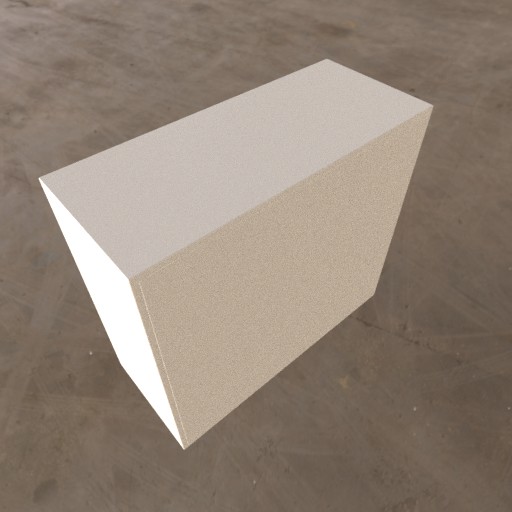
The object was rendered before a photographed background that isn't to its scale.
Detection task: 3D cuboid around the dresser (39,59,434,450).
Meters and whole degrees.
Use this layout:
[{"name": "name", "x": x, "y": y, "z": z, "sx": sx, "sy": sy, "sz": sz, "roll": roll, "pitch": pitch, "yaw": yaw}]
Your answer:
[{"name": "dresser", "x": 0.000, "y": 0.000, "z": 1.645, "sx": 1.100, "sy": 1.000, "sz": 0.460, "roll": -33, "pitch": 55, "yaw": -27}]
